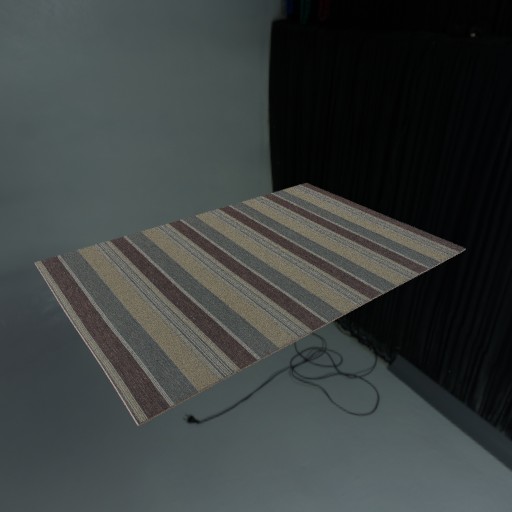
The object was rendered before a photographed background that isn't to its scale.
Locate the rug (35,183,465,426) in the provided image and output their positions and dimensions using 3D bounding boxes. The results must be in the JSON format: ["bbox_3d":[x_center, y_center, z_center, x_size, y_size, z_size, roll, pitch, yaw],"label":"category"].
[{"bbox_3d":[0.000,0.000,2.248,1.829,0.008,1.219,-21,36,-32],"label":"rug"}]
